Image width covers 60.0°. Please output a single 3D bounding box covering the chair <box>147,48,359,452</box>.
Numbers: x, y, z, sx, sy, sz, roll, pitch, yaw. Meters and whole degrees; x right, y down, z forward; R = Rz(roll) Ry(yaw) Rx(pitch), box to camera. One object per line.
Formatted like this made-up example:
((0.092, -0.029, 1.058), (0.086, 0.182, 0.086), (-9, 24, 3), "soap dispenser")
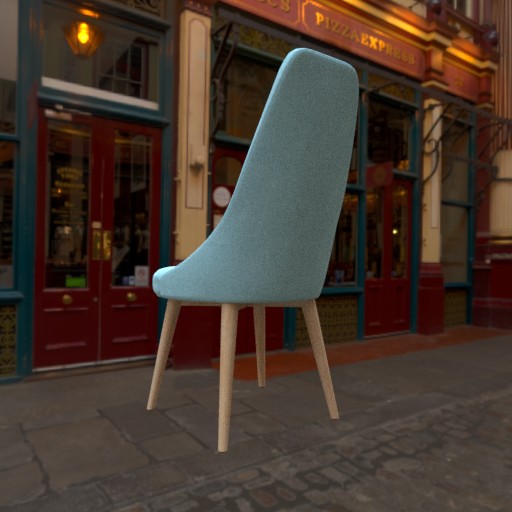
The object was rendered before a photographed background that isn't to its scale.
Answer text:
((0.000, 0.000, 1.409), (0.510, 1.040, 0.660), (1, -1, -36), "chair")
